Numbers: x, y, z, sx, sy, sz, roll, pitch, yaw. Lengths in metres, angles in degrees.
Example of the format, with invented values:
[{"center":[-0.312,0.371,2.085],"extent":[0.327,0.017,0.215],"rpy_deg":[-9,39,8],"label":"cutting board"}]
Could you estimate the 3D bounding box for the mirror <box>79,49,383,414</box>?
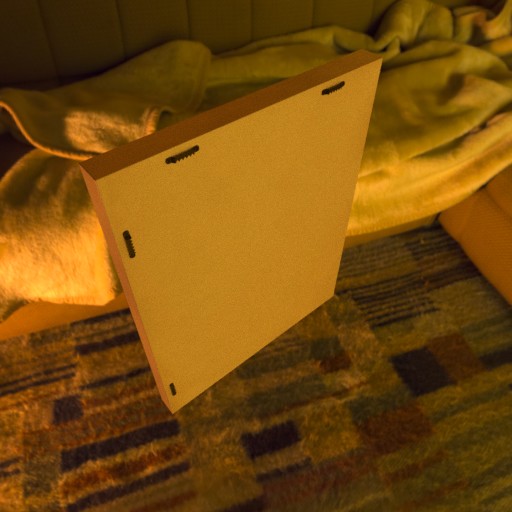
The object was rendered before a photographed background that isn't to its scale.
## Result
[{"center":[0.000,0.000,0.685],"extent":[0.406,0.509,0.041],"rpy_deg":[-31,55,-26],"label":"mirror"}]
